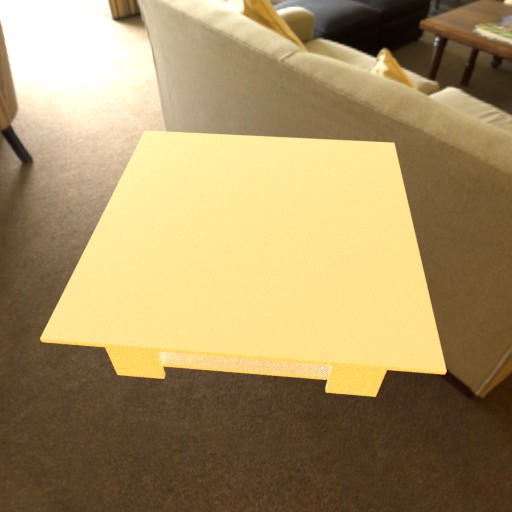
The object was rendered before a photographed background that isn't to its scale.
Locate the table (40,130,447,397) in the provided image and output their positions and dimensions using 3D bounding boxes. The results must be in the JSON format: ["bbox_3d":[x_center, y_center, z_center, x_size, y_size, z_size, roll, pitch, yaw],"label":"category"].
[{"bbox_3d":[0.000,0.000,1.380,0.890,0.305,0.890,4,46,4],"label":"table"}]
